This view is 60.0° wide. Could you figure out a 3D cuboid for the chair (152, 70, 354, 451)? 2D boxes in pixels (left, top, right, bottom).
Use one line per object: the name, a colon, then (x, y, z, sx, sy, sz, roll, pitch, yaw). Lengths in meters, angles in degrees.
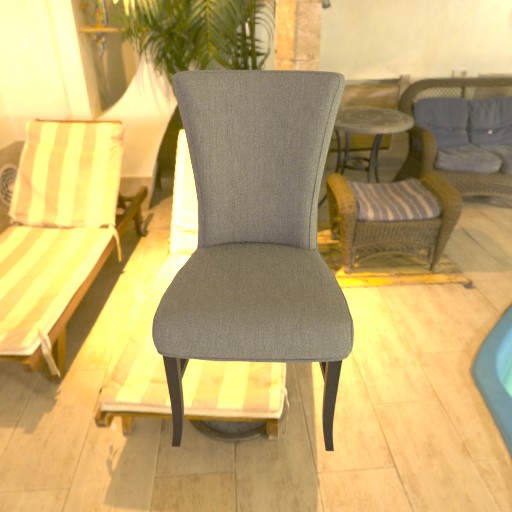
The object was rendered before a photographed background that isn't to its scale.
chair: (0.000, 0.000, 1.356, 0.520, 0.991, 0.660, 1, 30, 2)
